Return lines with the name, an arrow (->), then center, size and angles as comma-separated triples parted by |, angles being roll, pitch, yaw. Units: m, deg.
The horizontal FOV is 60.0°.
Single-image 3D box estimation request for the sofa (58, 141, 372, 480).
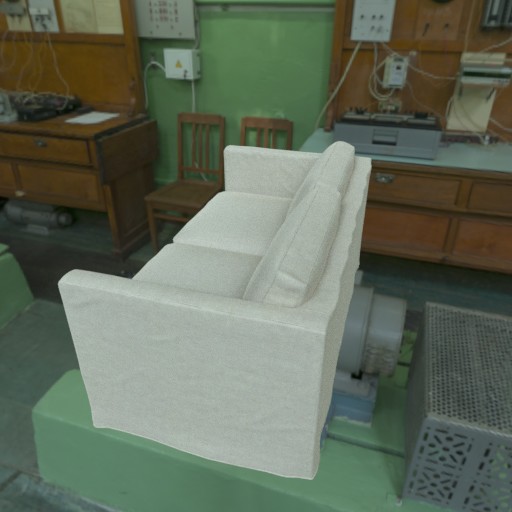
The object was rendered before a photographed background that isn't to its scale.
sofa -> 0.000, 0.000, 2.220 | 0.962, 0.835, 1.719 | 9, 31, 15
